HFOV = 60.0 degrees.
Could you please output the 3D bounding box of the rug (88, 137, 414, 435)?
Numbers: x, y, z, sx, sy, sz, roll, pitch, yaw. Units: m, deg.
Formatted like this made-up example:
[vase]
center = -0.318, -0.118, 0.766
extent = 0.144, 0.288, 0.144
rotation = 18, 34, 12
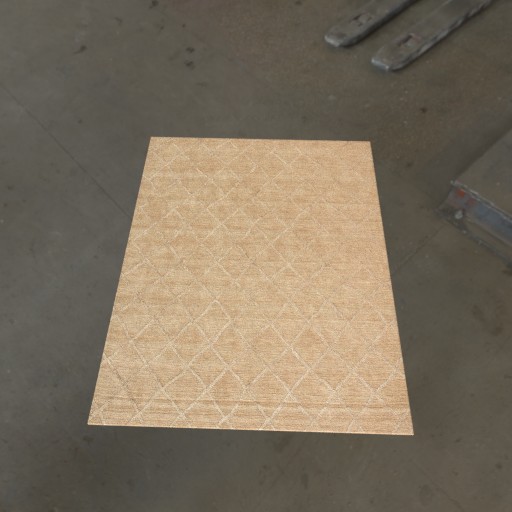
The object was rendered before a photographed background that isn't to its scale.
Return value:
[rug]
center = 0.000, 0.000, 4.091
extent = 2.420, 0.019, 3.039
rotation = 1, 58, 1
